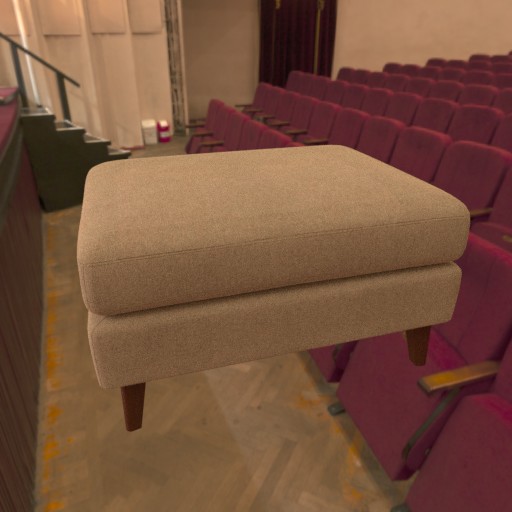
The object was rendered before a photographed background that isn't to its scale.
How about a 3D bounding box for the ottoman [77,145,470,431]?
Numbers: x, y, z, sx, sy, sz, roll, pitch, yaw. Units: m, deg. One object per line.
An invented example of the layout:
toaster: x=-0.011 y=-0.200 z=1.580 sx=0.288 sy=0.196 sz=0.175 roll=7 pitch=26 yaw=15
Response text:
ottoman: x=0.000 y=0.000 z=1.180 sx=0.823 sy=0.478 sz=0.610 roll=-8 pitch=28 yaw=-15
